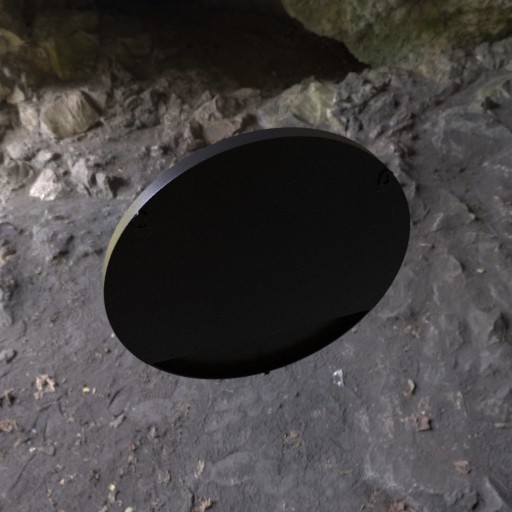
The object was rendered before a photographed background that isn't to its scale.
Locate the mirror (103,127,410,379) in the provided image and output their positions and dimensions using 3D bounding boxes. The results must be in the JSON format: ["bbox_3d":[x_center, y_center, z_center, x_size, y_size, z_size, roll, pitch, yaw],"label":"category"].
[{"bbox_3d":[0.000,0.000,0.692,0.457,0.457,0.133,-12,43,-13],"label":"mirror"}]
